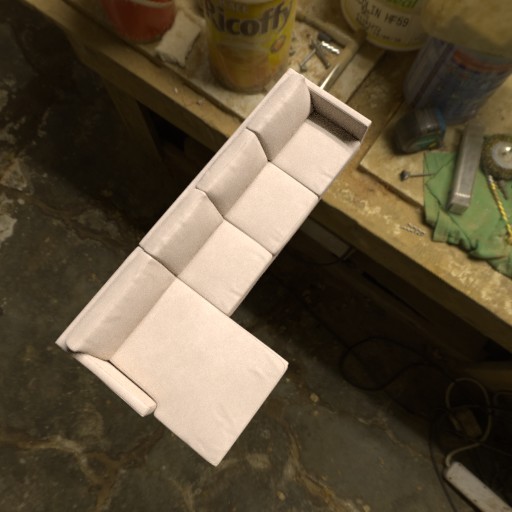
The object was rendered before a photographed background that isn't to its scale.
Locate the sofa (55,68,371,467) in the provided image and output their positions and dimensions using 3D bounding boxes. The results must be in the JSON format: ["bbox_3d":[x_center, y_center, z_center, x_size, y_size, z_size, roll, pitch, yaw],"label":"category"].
[{"bbox_3d":[0.000,0.000,3.947,1.625,0.846,3.186,36,79,8],"label":"sofa"}]
